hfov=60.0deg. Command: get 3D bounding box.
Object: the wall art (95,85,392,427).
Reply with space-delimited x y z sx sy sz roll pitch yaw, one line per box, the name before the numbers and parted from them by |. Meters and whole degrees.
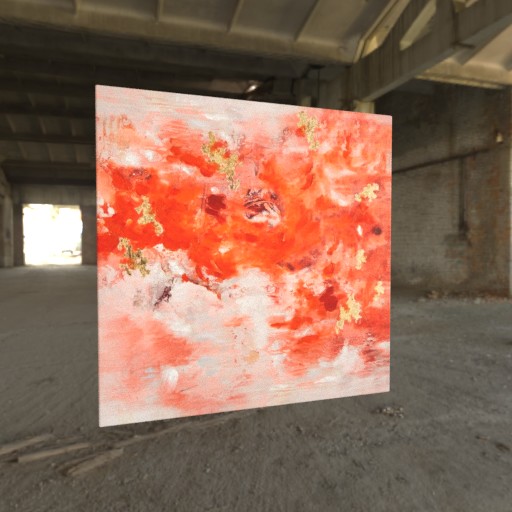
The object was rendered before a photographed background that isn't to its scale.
wall art | 0.000 0.000 1.109 0.747 0.746 0.064 -1 2 -18
